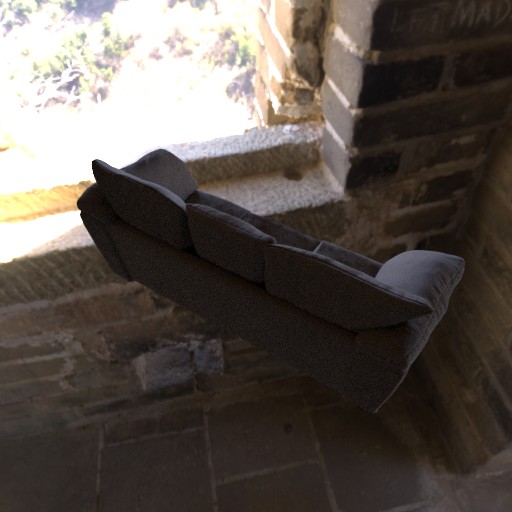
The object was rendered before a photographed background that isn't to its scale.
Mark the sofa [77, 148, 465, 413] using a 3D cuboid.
[{"bbox_3d":[0.000,0.000,2.882,2.336,1.073,0.878,24,51,22],"label":"sofa"}]
